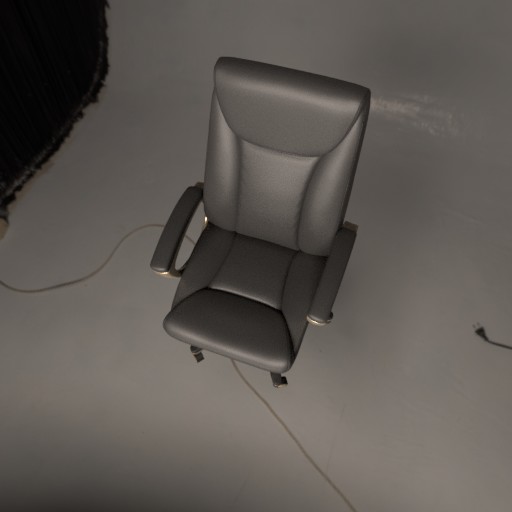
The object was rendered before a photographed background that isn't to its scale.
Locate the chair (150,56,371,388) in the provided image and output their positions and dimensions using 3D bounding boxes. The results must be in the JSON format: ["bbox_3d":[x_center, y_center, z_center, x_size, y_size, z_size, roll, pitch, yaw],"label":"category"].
[{"bbox_3d":[0.000,0.000,1.657,0.694,1.188,0.748,17,59,10],"label":"chair"}]
